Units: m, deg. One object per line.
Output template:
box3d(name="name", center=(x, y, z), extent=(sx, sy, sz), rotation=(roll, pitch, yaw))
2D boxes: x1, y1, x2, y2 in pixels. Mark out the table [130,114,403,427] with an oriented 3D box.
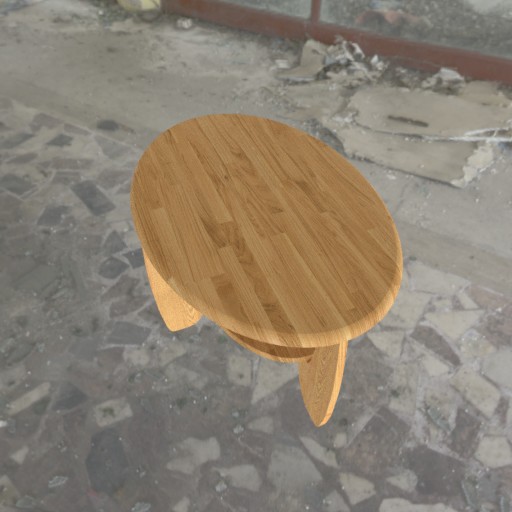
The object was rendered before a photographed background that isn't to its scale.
box3d(name="table", center=(0.000, 0.000, 1.430), extent=(0.690, 0.490, 1.040), rotation=(-16, 47, -15))
